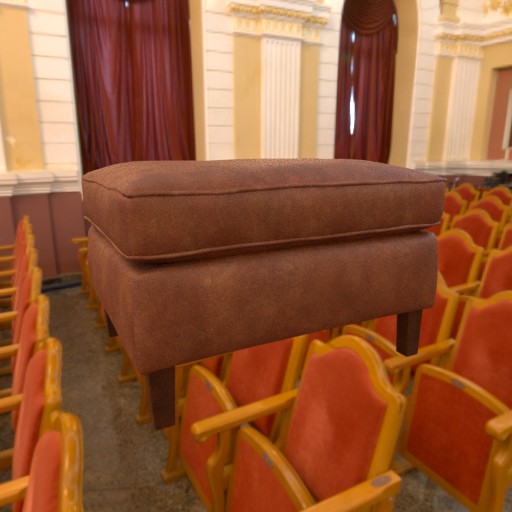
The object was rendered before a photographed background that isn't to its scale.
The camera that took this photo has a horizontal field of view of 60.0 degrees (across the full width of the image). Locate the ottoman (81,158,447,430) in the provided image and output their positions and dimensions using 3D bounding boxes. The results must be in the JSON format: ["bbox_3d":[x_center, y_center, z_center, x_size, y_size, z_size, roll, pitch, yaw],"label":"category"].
[{"bbox_3d":[0.000,0.000,0.984,0.665,0.418,0.501,-7,16,-27],"label":"ottoman"}]
